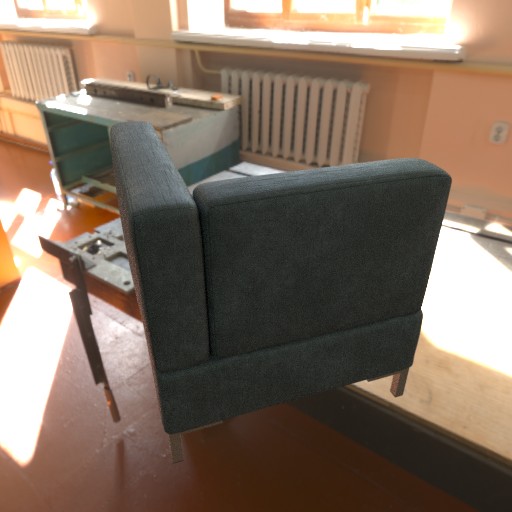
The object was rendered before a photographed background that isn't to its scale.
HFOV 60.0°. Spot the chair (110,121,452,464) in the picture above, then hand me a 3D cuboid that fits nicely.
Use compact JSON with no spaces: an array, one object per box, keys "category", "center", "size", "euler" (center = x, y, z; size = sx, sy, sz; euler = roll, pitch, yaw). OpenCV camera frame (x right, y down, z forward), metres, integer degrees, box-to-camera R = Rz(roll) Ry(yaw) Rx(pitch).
[{"category":"chair","center":[0.000,0.000,1.233],"size":[0.680,0.660,0.680],"euler":[-10,32,-16]}]
